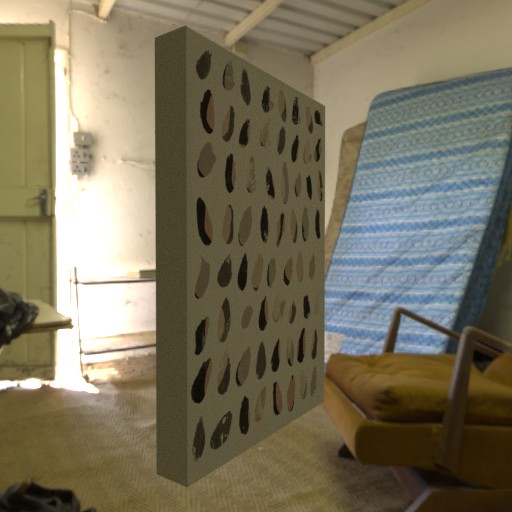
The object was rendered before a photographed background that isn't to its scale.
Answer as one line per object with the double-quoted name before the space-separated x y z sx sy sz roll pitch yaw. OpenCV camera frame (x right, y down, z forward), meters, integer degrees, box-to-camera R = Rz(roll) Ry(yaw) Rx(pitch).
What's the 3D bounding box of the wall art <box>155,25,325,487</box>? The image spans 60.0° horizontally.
"wall art" 0.000 0.000 0.479 0.039 0.381 0.252 1 1 35
